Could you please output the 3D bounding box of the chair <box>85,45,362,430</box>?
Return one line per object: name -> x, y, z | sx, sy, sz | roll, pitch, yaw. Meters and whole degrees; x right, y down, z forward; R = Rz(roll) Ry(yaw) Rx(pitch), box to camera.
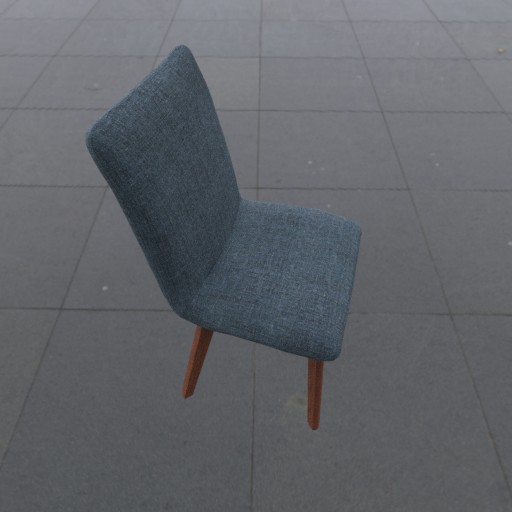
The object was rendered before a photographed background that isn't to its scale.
chair -> 0.000, 0.000, 1.262 | 0.563, 0.974, 0.522 | 12, 48, 11
